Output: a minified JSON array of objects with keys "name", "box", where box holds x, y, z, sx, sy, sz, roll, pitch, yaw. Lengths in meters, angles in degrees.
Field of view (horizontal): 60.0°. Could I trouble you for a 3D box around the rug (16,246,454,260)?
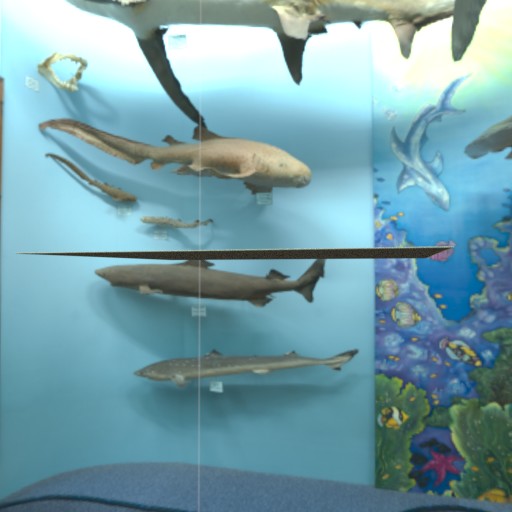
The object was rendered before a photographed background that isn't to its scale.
[{"name":"rug","box":[0.000,0.000,4.027,3.045,0.008,2.421,-1,-2,18]}]
